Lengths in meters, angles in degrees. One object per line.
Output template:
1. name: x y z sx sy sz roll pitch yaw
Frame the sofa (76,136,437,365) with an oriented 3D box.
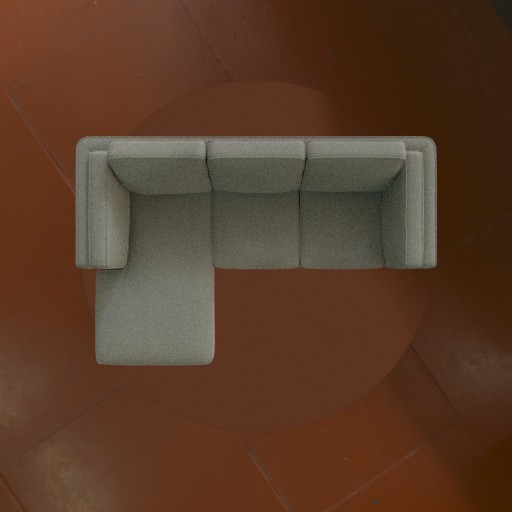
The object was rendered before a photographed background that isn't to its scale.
1. sofa: 0.000 0.000 3.214 2.411 0.929 1.604 0 90 0
